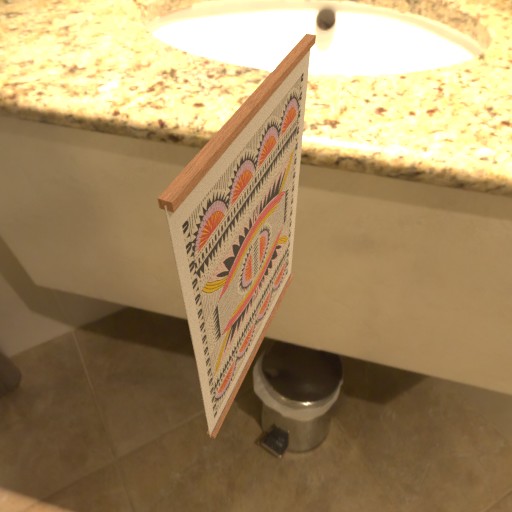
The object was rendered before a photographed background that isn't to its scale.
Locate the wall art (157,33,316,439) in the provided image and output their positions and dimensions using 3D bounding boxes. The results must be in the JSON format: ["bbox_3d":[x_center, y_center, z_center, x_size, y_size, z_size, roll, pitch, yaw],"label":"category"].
[{"bbox_3d":[0.000,0.000,1.336,0.028,1.016,0.765,17,49,16],"label":"wall art"}]
